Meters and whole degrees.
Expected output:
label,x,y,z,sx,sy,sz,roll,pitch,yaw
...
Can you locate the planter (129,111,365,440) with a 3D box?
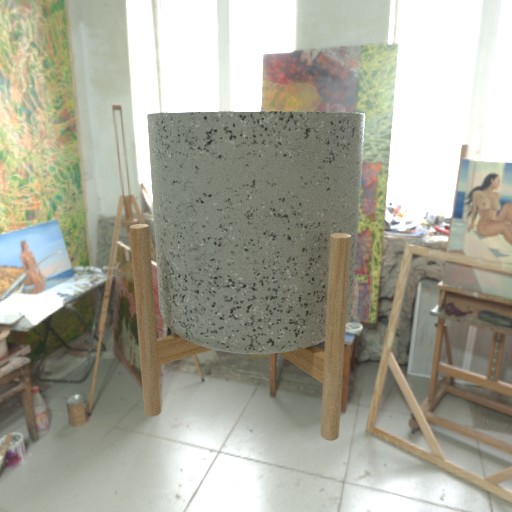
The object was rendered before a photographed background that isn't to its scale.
label,x,y,z,sx,sy,sz,roll,pitch,yaw
planter,0.000,0.000,0.690,0.360,0.419,0.360,-3,17,-11
